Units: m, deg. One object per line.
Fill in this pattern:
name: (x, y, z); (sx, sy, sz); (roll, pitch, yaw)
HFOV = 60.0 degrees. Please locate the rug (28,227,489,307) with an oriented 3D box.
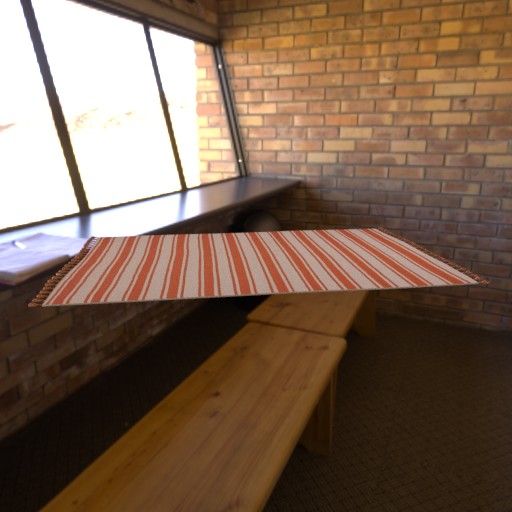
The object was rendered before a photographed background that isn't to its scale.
rug: (0.000, 0.000, 2.546); (2.092, 0.017, 1.232); (-2, 16, -8)
